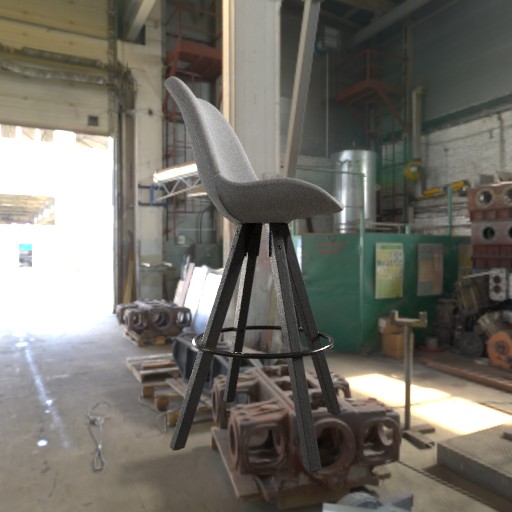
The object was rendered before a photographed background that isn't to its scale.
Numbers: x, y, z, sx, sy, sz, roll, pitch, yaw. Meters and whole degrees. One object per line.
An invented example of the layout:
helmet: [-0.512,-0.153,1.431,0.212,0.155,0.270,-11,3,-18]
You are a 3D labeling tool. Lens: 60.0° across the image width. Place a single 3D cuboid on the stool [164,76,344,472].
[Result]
stool: [0.000,0.000,1.429,0.550,1.115,0.485,0,1,18]
